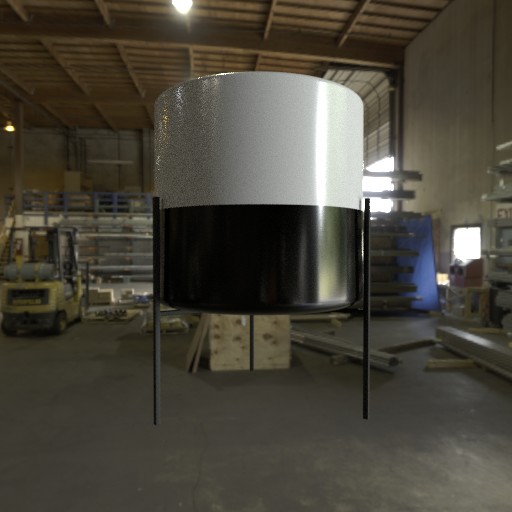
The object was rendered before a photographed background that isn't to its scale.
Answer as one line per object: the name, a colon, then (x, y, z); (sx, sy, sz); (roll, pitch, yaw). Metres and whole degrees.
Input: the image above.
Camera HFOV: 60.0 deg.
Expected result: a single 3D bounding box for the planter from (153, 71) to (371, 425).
planter: (0.000, 0.000, 0.661); (0.310, 0.432, 0.310); (0, 1, -19)
